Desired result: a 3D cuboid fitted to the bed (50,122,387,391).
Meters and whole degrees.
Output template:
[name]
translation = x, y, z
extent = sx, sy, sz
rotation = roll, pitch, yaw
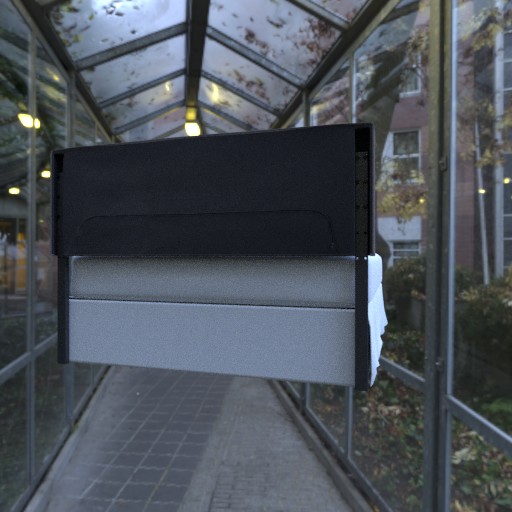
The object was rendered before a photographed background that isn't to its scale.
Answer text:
[bed]
translation = 0.000, 0.000, 2.883
extent = 1.610, 1.089, 1.894
rotation = 0, 0, 18
